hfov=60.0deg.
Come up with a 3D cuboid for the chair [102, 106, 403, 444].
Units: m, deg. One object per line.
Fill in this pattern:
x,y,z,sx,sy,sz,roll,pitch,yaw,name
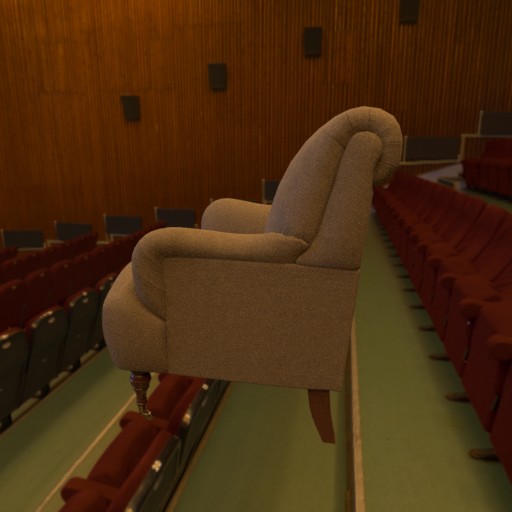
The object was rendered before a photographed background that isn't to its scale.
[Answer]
0.000,0.000,1.536,0.843,0.942,0.766,3,15,10,chair
